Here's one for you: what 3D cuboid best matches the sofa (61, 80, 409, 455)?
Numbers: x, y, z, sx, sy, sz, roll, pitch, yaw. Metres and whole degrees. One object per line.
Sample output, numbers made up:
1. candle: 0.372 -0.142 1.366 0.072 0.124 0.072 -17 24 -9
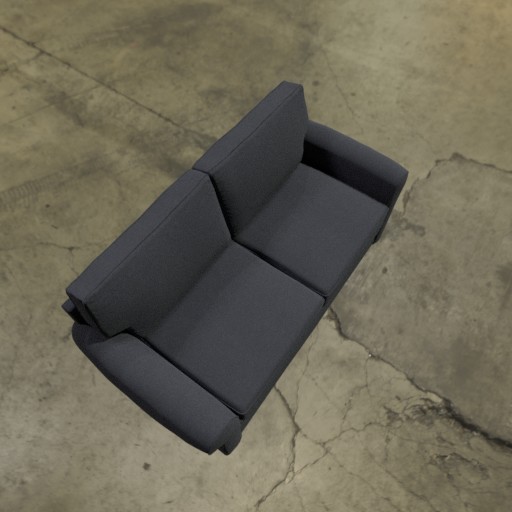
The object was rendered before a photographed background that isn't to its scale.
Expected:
1. sofa: 0.000 0.000 2.534 0.951 1.031 2.009 32 64 17
